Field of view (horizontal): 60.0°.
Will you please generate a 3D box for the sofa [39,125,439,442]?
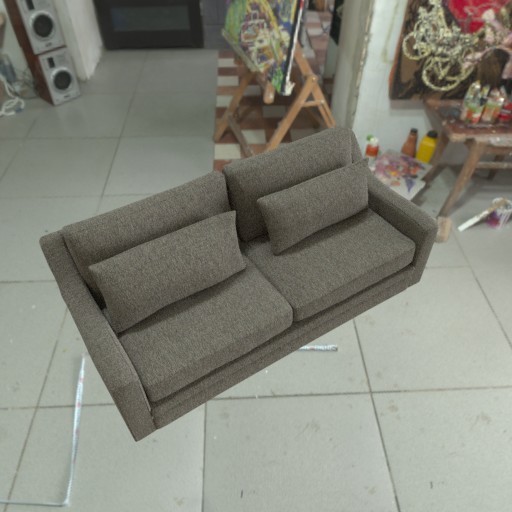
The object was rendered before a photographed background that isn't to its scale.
[{"bbox_3d":[0.000,0.000,3.012,2.418,0.998,1.103,-24,51,-22],"label":"sofa"}]
